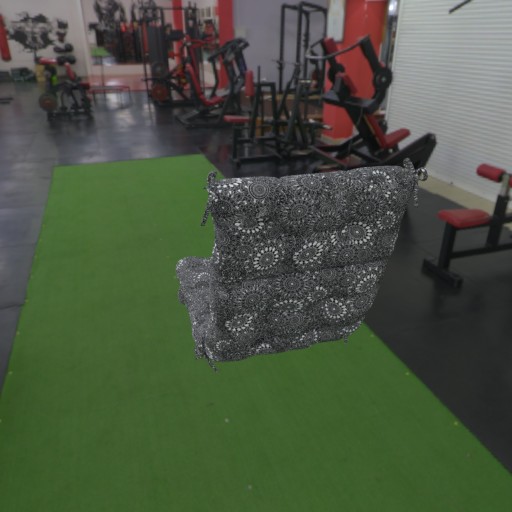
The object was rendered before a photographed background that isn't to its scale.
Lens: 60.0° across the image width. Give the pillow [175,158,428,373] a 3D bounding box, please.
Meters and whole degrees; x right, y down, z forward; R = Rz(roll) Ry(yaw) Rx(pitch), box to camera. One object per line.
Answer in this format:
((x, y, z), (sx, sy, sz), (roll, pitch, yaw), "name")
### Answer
((0.000, 0.000, 1.530), (0.526, 0.863, 1.016), (-8, 27, -15), "pillow")
